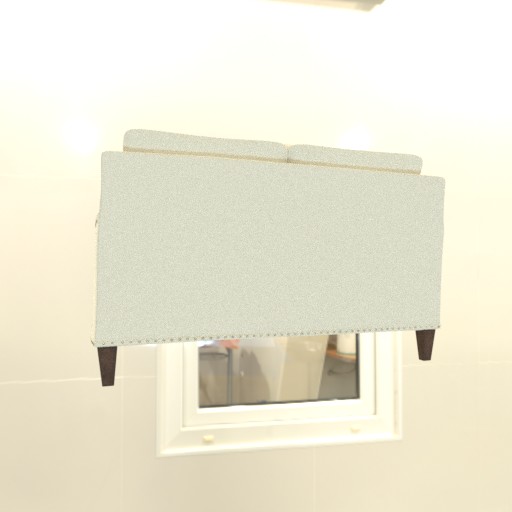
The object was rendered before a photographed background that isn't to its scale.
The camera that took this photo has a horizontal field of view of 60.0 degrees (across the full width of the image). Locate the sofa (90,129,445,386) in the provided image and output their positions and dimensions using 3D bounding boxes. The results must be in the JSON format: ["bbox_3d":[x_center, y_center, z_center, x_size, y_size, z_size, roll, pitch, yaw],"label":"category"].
[{"bbox_3d":[0.000,0.000,2.297,1.597,1.003,1.084,0,-2,-18],"label":"sofa"}]
